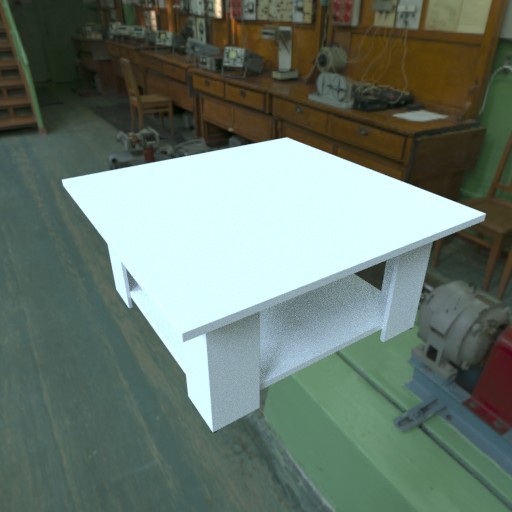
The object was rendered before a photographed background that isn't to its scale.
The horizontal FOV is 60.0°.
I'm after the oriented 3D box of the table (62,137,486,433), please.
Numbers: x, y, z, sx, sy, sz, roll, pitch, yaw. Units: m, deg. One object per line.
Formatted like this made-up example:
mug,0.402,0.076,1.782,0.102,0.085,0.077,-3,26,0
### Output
table,0.000,0.000,1.054,0.670,0.305,0.670,-18,35,-28
